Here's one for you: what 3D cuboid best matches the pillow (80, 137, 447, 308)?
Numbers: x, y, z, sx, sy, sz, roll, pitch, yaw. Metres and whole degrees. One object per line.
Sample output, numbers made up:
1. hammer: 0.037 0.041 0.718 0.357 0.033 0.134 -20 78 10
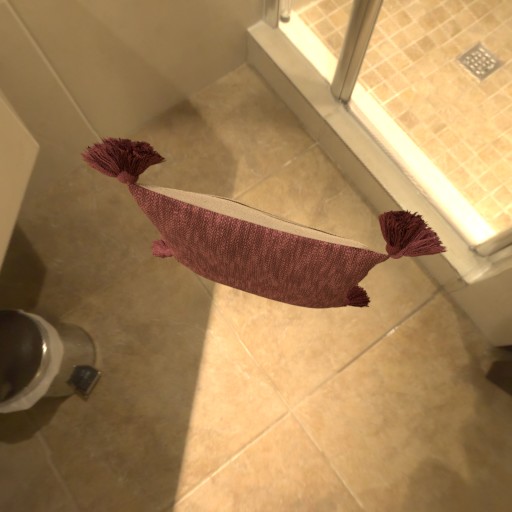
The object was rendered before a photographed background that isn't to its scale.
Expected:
1. pillow: 0.000 0.000 0.985 0.641 0.659 0.138 16 75 4
